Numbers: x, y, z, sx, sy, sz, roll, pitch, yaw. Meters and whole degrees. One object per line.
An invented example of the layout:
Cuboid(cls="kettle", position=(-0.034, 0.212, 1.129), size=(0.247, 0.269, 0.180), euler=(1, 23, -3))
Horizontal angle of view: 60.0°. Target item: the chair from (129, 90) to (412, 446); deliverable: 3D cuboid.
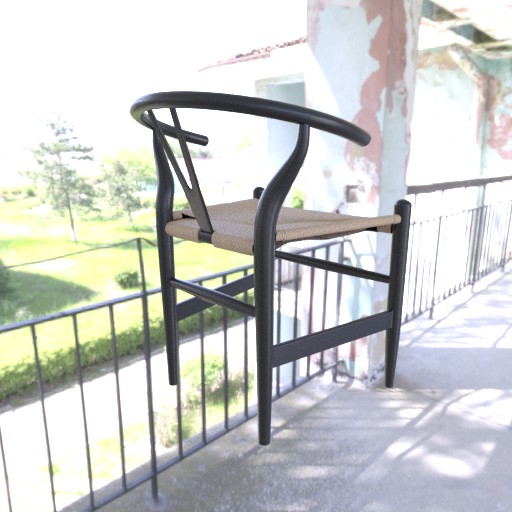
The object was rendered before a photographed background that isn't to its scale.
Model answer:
Cuboid(cls="chair", position=(0.000, 0.000, 1.121), size=(0.570, 0.739, 0.570), euler=(-13, 19, -43))
